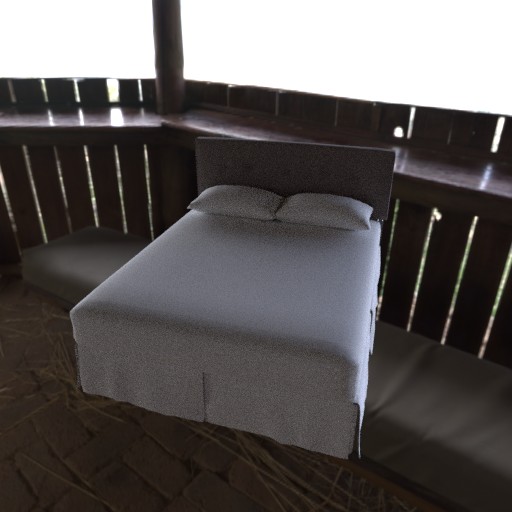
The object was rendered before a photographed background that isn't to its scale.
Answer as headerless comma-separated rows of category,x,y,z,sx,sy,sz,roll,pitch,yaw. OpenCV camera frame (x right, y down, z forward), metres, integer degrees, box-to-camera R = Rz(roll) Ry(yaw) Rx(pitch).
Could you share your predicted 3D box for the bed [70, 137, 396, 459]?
bed,0.000,0.000,2.883,1.610,1.089,1.894,8,28,15
